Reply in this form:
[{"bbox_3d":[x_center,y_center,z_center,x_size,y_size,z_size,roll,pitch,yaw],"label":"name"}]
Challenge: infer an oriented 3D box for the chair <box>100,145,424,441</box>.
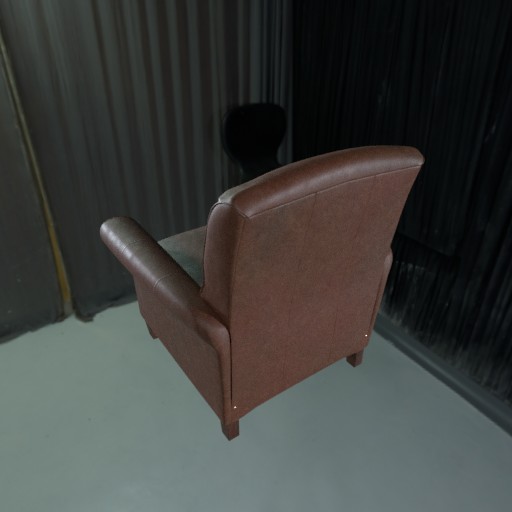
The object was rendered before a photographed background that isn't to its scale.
[{"bbox_3d":[0.000,0.000,1.806,0.978,1.061,0.902,-20,36,-29],"label":"chair"}]
